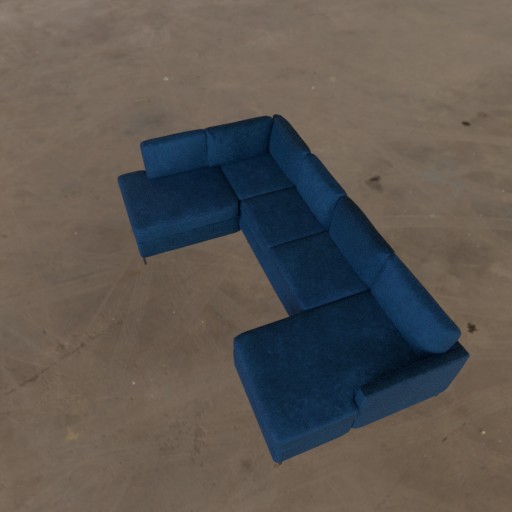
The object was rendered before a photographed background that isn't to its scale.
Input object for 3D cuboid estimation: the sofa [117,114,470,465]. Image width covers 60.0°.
[{"bbox_3d":[0.000,0.000,4.234,2.055,0.992,3.434,-16,50,-14],"label":"sofa"}]
